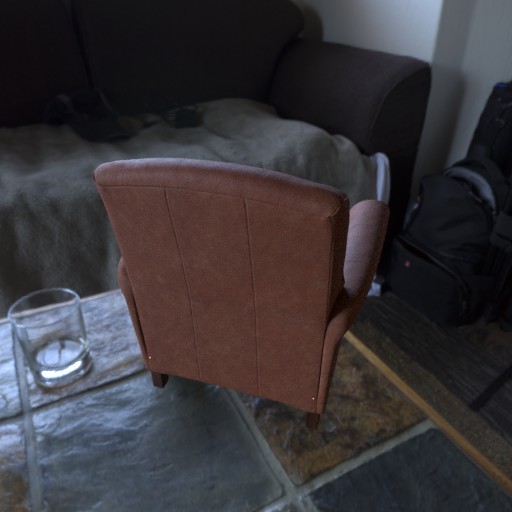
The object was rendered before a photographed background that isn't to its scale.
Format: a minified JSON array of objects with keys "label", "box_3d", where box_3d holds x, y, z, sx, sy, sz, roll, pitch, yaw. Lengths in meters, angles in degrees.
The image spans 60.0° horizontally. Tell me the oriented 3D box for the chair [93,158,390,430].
[{"label":"chair","box_3d":[0.000,0.000,1.797,0.978,1.061,0.902,10,33,15]}]
